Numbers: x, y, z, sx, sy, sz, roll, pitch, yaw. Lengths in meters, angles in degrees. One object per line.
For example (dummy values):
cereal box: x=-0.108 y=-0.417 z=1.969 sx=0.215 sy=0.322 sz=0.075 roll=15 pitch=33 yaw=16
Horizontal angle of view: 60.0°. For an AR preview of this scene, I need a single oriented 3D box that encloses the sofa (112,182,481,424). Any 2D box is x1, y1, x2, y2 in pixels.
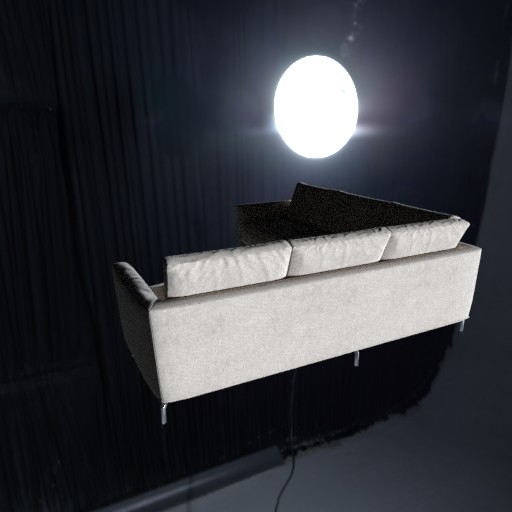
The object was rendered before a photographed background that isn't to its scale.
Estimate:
sofa: x=0.000 y=0.000 z=3.693 sx=2.438 sy=0.864 sz=2.438 roll=-8 pitch=19 yaw=-26
